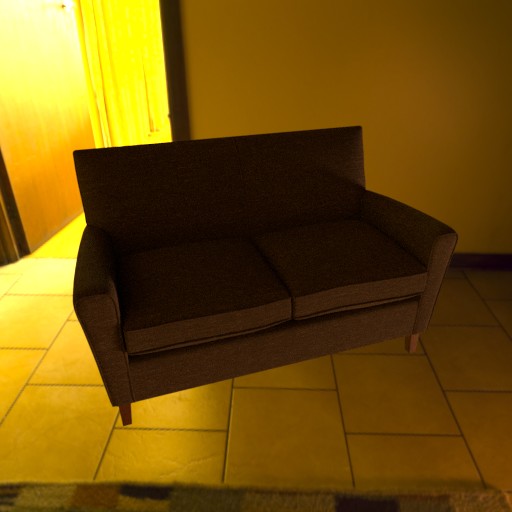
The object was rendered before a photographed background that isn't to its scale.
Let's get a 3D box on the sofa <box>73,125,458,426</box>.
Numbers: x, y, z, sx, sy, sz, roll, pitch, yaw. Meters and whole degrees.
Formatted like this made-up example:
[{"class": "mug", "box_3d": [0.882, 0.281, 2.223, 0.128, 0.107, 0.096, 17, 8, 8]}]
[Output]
[{"class": "sofa", "box_3d": [0.000, 0.000, 2.034, 1.509, 0.905, 0.867, -9, 31, -16]}]
